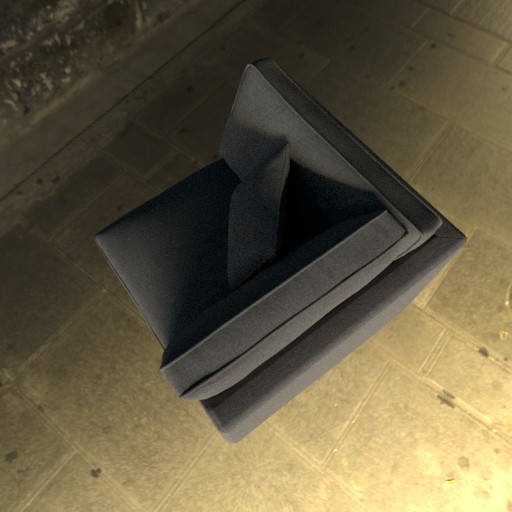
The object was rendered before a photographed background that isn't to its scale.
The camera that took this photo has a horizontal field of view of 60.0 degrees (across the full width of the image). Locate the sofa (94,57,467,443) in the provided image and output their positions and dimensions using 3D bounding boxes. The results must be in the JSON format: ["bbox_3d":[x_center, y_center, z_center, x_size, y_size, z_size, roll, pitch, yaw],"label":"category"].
[{"bbox_3d":[0.000,0.000,1.933,1.146,1.002,1.084,-34,69,-15],"label":"sofa"}]
